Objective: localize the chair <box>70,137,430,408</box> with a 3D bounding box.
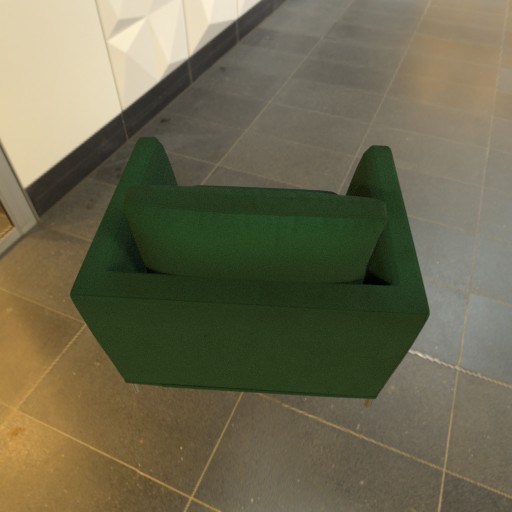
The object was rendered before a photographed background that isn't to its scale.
[{"bbox_3d":[0.000,0.000,1.724,1.047,0.997,0.852,3,47,3],"label":"chair"}]
